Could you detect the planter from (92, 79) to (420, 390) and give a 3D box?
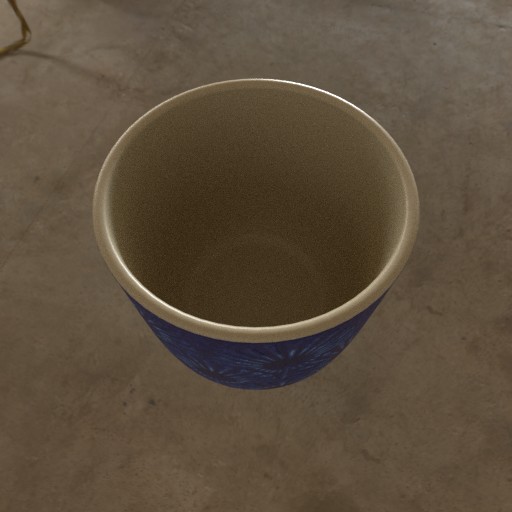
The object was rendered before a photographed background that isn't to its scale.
[{"bbox_3d":[0.000,0.000,0.216,0.124,0.109,0.124,0,60,0],"label":"planter"}]
